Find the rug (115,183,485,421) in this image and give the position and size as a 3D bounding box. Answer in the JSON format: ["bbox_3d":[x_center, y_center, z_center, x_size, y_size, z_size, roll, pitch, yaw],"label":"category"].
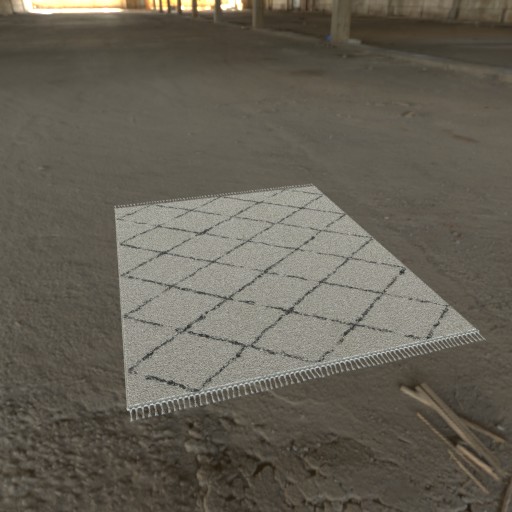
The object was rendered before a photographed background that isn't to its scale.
[{"bbox_3d":[0.000,0.000,3.980,2.380,0.013,3.051,-9,31,-14],"label":"rug"}]
